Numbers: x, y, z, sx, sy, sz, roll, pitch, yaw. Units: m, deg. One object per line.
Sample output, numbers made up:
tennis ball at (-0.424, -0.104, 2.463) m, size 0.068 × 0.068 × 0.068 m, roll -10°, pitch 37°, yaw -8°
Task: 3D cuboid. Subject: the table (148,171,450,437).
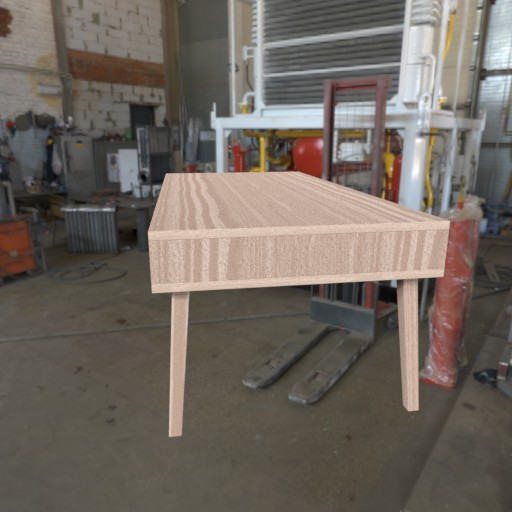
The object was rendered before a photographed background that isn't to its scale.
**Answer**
table at (0.000, 0.000, 1.482) m, size 0.600 × 0.450 × 1.200 m, roll -3°, pitch 16°, yaw -9°
